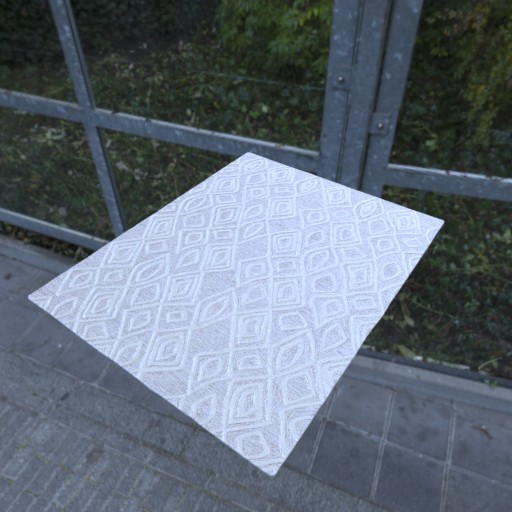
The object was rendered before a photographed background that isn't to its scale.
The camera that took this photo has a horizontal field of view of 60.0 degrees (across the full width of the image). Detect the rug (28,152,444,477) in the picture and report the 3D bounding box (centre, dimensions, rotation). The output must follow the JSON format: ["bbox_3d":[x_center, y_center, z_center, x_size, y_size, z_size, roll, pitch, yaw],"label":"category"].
[{"bbox_3d":[0.000,0.000,4.018,2.449,0.025,3.049,25,47,26],"label":"rug"}]
